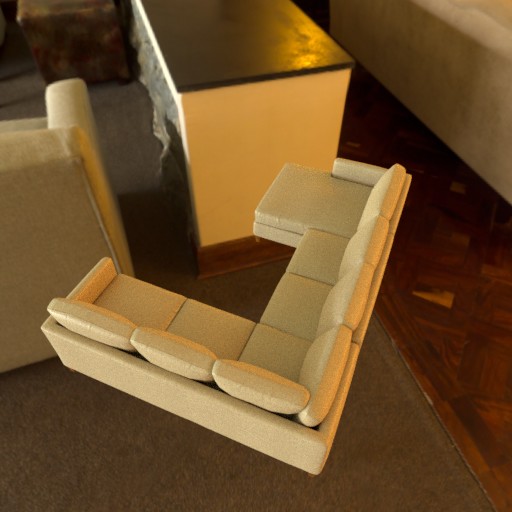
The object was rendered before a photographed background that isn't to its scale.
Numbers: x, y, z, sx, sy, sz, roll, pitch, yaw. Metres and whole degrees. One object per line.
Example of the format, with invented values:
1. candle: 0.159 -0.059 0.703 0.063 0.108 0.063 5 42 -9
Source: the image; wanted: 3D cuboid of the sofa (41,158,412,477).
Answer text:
1. sofa: 0.000 0.000 4.688 2.594 0.961 3.460 17 49 16
